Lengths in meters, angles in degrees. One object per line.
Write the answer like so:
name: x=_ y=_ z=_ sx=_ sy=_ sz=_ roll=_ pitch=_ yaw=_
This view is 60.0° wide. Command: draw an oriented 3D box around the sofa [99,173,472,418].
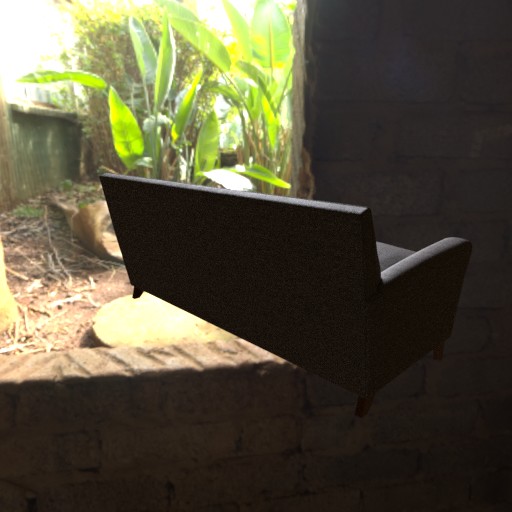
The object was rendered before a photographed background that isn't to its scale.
sofa: x=0.000 y=0.000 z=2.465 sx=0.875 sy=0.846 sz=1.976 roll=-14 pitch=21 yaw=-41
